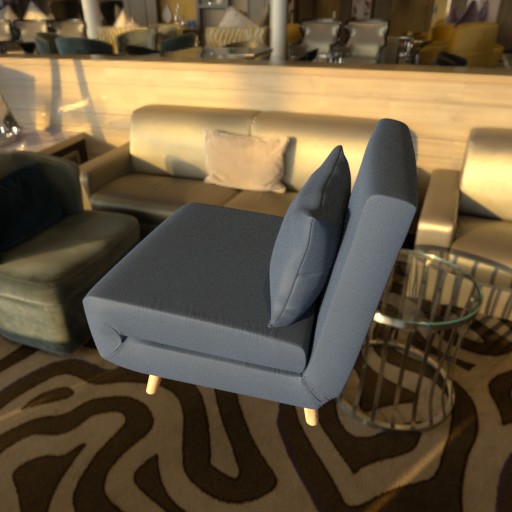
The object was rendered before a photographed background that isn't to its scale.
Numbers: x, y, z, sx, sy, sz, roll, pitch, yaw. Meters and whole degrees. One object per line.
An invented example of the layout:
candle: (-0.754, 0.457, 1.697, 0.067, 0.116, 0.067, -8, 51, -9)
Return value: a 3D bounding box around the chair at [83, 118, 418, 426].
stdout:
chair: (0.000, 0.000, 1.490, 0.900, 0.808, 0.770, 8, 30, 13)
